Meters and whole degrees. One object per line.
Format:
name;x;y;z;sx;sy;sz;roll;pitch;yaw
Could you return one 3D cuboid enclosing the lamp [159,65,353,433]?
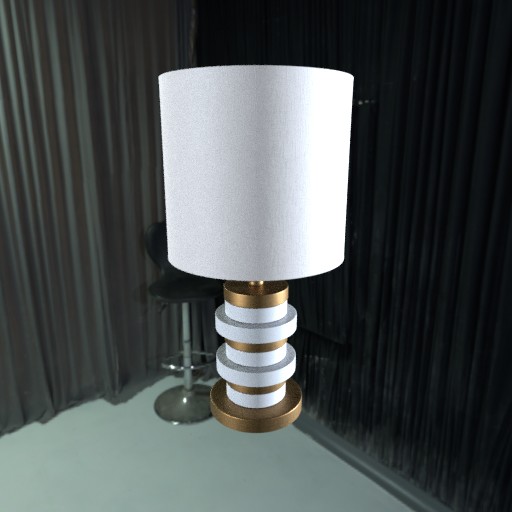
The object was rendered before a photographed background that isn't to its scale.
lamp;0.000;0.000;0.539;0.210;0.410;0.210;-14;20;-42
